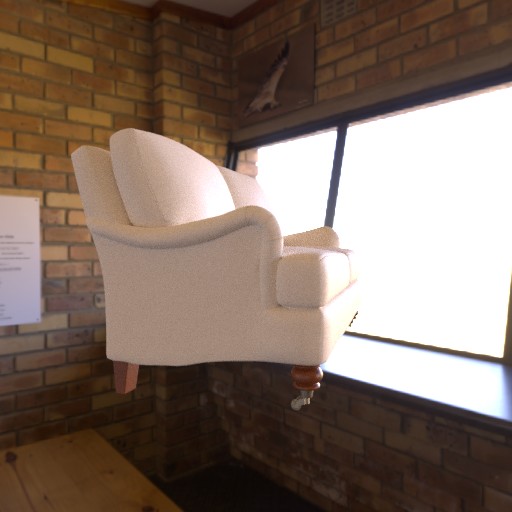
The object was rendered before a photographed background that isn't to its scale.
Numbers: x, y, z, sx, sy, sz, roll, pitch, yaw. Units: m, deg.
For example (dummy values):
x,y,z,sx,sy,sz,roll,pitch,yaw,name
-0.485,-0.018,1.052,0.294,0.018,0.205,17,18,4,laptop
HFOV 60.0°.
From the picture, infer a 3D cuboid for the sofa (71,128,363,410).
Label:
x,y,z,sx,sy,sz,roll,pitch,yaw,name
0.000,0.000,2.534,1.084,1.101,1.853,0,1,18,sofa
